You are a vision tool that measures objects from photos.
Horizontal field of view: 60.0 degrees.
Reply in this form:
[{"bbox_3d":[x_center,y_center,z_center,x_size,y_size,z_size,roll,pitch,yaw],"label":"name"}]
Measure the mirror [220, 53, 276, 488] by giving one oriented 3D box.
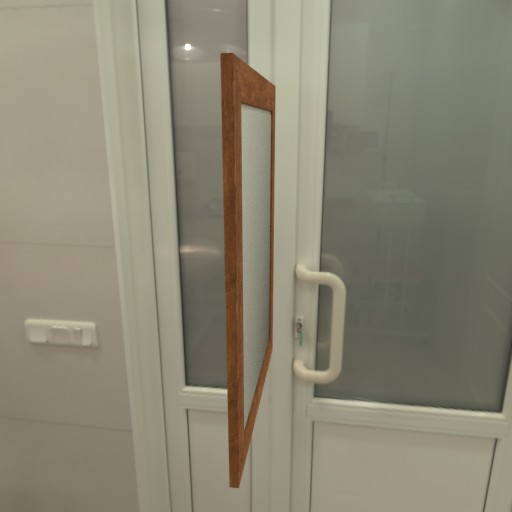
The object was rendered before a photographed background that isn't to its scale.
[{"bbox_3d":[0.000,0.000,1.440,0.028,1.099,0.796,2,16,8],"label":"mirror"}]
